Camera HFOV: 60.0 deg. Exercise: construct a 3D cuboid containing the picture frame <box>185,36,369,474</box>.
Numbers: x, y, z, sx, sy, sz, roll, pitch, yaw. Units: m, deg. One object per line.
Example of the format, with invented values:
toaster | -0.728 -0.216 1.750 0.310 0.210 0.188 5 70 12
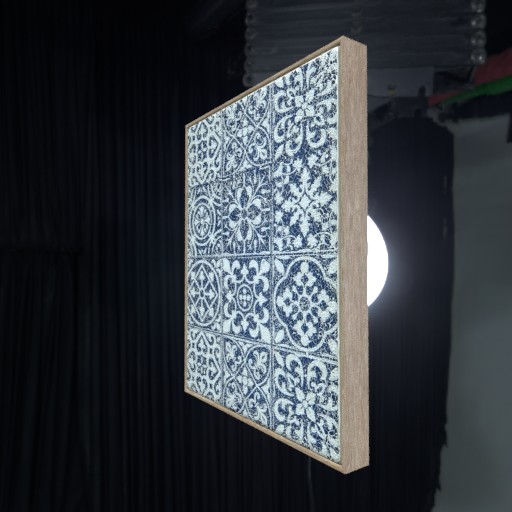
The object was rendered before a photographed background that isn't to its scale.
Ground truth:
picture frame | 0.000 0.000 0.717 0.043 0.526 0.424 1 -1 -35
